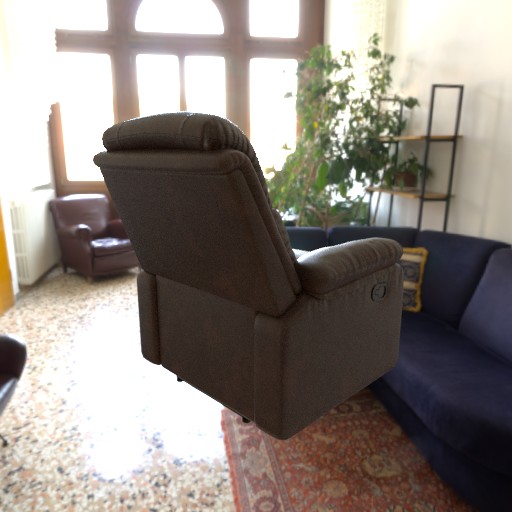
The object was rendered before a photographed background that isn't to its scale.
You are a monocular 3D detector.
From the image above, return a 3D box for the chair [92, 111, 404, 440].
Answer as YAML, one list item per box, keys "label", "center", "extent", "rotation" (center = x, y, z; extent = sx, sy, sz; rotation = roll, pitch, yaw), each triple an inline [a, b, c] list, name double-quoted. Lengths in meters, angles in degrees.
- label: "chair"
  center: [0.000, 0.000, 1.670]
  extent: [0.919, 0.992, 0.855]
  rotation: [-13, 18, -43]
